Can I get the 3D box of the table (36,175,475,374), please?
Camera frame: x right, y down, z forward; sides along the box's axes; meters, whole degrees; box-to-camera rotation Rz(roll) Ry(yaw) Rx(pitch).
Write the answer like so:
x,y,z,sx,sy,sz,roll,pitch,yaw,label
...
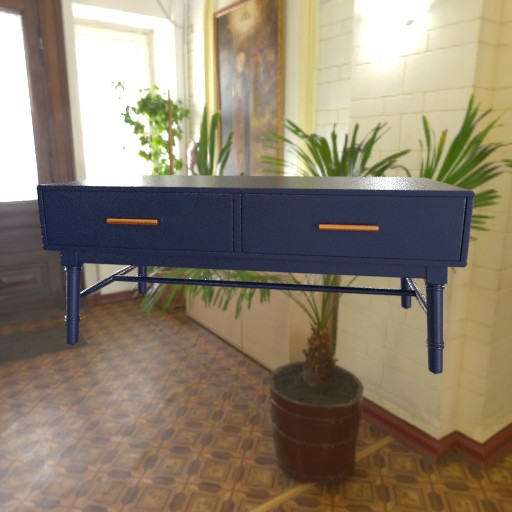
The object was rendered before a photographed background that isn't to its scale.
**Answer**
x,y,z,sx,sy,sz,roll,pitch,yaw,label
0.000,0.000,1.364,1.067,0.457,0.572,2,13,10,table
